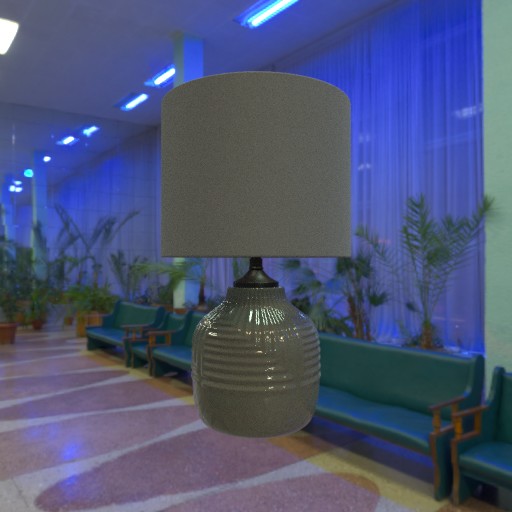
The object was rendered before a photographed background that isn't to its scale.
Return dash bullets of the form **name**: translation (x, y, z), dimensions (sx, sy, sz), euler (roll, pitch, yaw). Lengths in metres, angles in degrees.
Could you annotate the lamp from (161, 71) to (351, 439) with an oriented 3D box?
- **lamp**: translation (0.000, 0.000, 0.758), dimensions (0.318, 0.567, 0.318), euler (0, 0, 0)
